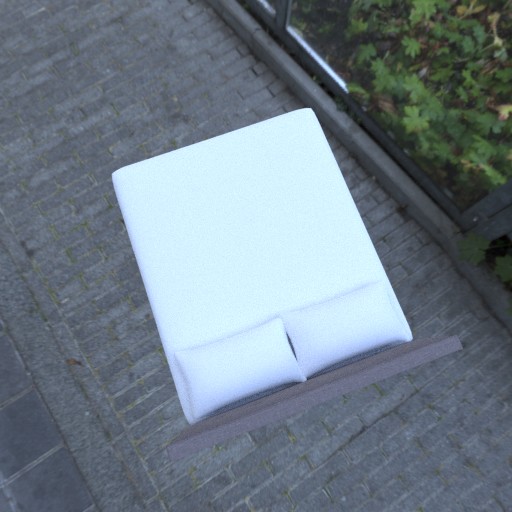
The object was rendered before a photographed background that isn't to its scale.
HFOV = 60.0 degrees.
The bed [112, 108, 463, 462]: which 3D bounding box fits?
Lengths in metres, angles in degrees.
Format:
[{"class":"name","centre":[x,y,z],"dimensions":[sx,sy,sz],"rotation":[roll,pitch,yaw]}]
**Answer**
[{"class":"bed","centre":[0.000,0.000,2.919],"dimensions":[1.610,1.089,1.894],"rotation":[-20,77,-5]}]
